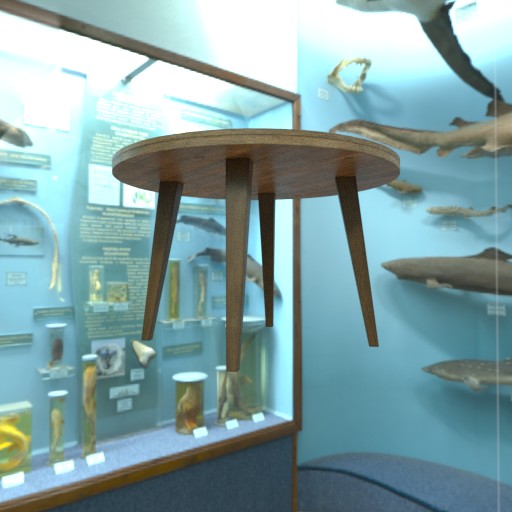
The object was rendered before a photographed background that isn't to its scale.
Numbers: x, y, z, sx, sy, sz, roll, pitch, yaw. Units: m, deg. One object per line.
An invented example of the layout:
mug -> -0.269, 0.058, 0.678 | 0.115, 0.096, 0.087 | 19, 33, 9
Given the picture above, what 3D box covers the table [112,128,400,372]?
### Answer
table -> 0.000, 0.000, 1.956 | 1.213, 0.764, 1.213 | 0, -1, 0
